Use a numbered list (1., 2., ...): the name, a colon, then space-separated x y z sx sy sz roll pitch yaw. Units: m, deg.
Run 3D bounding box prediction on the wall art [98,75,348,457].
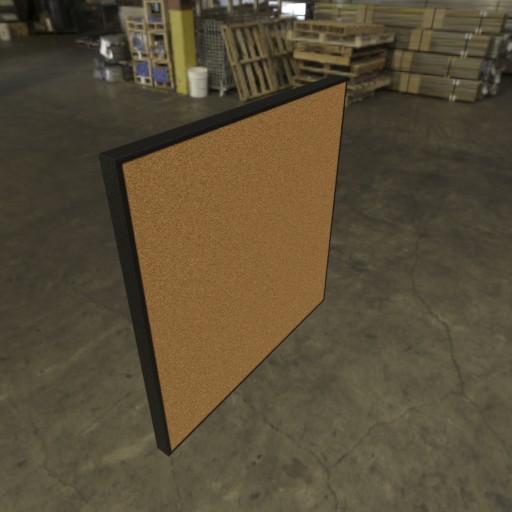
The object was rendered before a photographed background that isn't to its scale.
1. wall art: 0.000 0.000 1.152 0.042 0.766 0.769 22 39 30
